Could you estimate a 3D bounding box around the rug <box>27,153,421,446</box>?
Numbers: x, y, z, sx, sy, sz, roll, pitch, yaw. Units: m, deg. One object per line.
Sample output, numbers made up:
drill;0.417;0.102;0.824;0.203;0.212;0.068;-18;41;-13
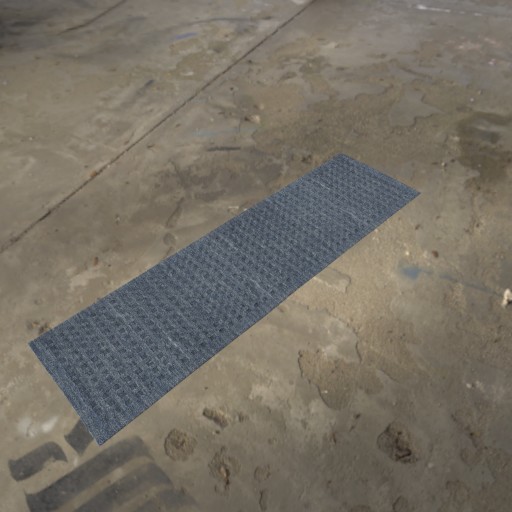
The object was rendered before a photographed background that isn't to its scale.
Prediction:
rug;0.000;0.000;2.585;2.443;0.008;0.688;-34;55;-29
